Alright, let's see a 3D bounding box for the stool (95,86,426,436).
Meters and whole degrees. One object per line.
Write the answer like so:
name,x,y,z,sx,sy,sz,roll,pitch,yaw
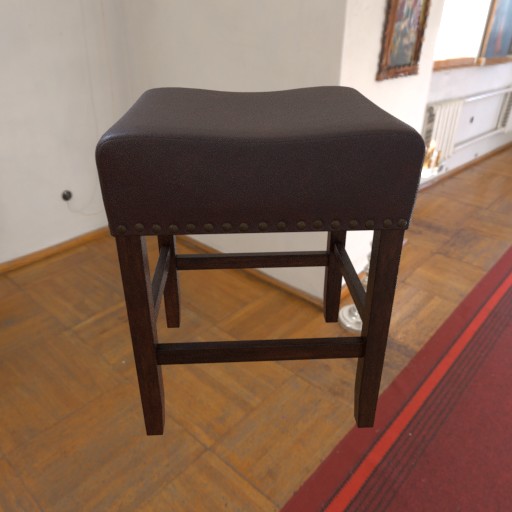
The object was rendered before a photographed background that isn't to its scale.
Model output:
stool,0.000,0.000,0.913,0.465,0.608,0.397,-1,30,-3
